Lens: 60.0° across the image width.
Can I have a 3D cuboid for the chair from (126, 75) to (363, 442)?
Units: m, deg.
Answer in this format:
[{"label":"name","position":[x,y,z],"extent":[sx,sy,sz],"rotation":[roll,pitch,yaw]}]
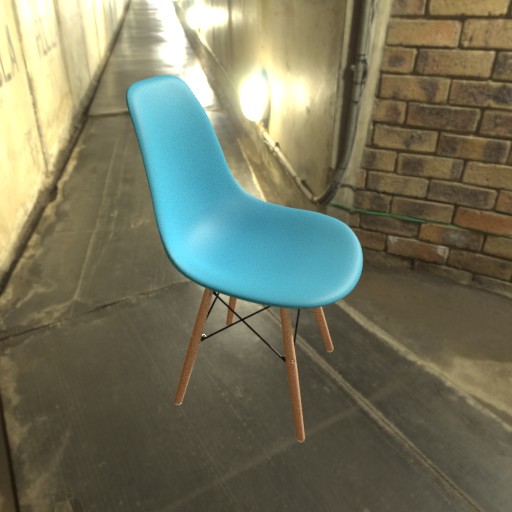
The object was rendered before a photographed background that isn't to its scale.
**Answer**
[{"label":"chair","position":[0.000,0.000,1.136],"extent":[0.531,0.826,0.470],"rotation":[11,32,17]}]
